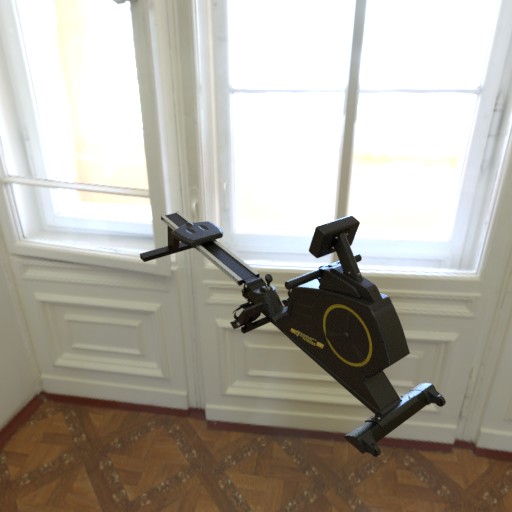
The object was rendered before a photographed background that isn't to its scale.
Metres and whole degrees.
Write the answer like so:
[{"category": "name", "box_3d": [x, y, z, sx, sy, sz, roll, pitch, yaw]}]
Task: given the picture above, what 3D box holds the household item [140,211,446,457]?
[{"category": "household item", "box_3d": [0.000, 0.000, 2.527, 0.521, 0.810, 2.251, -18, 32, -32]}]
